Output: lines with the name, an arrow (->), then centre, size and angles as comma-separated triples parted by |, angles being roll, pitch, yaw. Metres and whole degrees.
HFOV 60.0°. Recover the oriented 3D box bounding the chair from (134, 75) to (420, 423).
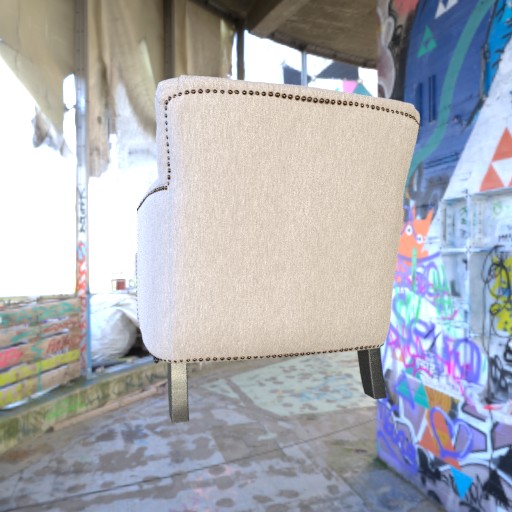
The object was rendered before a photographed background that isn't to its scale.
chair -> 0.000, 0.000, 1.456 | 0.737, 0.823, 0.902 | 0, 0, -18
